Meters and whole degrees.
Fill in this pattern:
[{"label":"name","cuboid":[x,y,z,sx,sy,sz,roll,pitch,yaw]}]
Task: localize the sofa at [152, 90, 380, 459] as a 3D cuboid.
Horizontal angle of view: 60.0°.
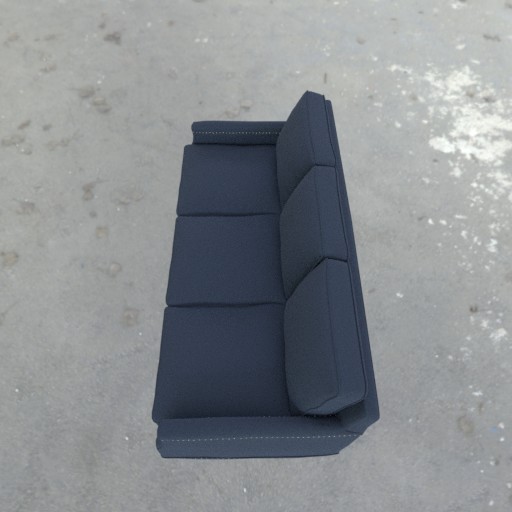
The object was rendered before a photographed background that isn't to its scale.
[{"label":"sofa","cuboid":[0.000,0.000,2.792,1.084,1.003,2.246,0,56,0]}]
